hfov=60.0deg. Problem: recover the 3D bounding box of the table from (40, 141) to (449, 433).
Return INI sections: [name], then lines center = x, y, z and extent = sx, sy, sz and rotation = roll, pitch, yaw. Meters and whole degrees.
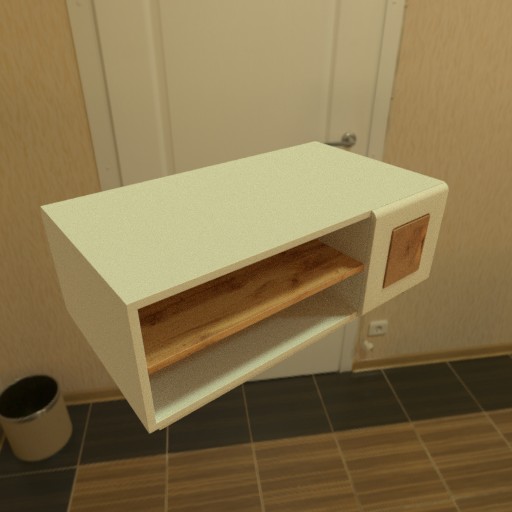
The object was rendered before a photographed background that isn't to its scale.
[table]
center = 0.000, 0.000, 1.464
extent = 1.097, 0.442, 0.639
rotation = -21, 36, -32
